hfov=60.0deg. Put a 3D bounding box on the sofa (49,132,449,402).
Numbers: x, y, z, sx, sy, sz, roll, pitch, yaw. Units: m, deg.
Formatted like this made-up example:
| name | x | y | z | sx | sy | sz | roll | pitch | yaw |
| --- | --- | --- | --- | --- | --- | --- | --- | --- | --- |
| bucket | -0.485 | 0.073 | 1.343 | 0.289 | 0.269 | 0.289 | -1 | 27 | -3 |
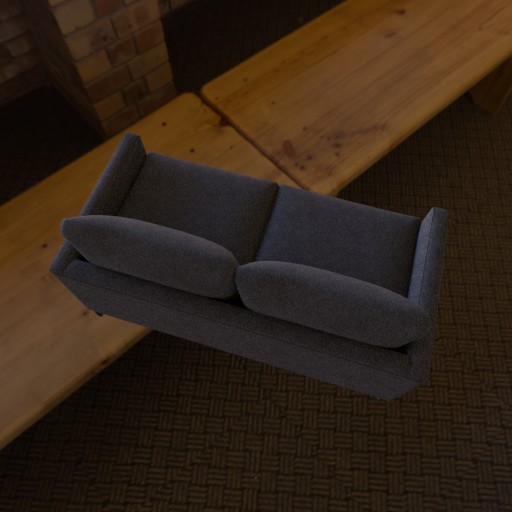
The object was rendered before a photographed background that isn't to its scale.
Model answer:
| name | x | y | z | sx | sy | sz | roll | pitch | yaw |
| --- | --- | --- | --- | --- | --- | --- | --- | --- | --- |
| sofa | 0.000 | 0.000 | 2.219 | 1.716 | 0.862 | 0.866 | 15 | 64 | 7 |
